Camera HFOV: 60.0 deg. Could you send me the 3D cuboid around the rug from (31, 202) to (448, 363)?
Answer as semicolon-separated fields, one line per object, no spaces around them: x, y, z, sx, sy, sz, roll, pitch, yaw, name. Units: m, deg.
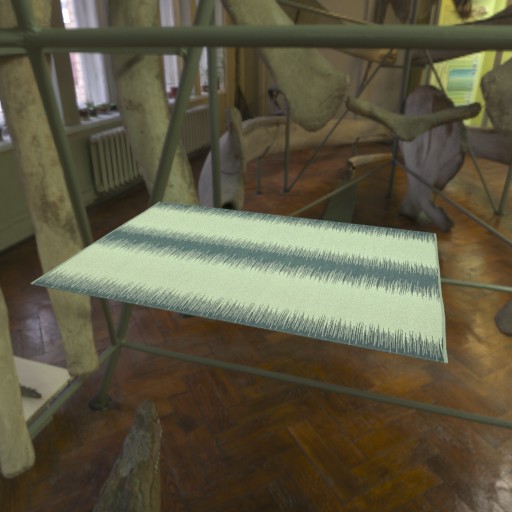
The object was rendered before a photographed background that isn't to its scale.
0.000;0.000;2.365;1.854;0.006;1.234;8;27;16;rug
